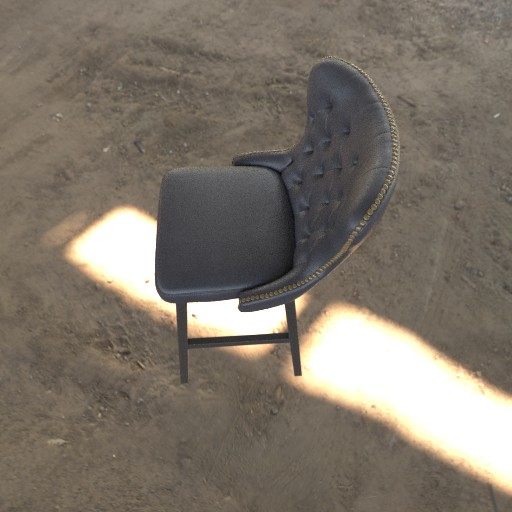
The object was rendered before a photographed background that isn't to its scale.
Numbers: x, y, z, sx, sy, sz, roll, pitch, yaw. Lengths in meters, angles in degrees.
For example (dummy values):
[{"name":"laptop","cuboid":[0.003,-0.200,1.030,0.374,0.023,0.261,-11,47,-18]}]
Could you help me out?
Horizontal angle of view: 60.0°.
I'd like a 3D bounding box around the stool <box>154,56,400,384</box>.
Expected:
[{"name":"stool","cuboid":[0.000,0.000,1.366,0.601,1.050,0.528,-3,58,-2]}]
